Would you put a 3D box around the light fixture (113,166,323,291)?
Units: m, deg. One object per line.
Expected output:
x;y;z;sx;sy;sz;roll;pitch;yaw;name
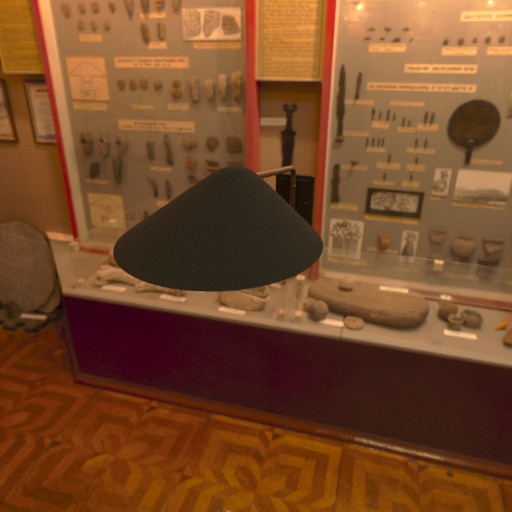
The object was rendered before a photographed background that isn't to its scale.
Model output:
0.000;0.000;0.672;0.240;0.312;0.516;8;26;16;light fixture
